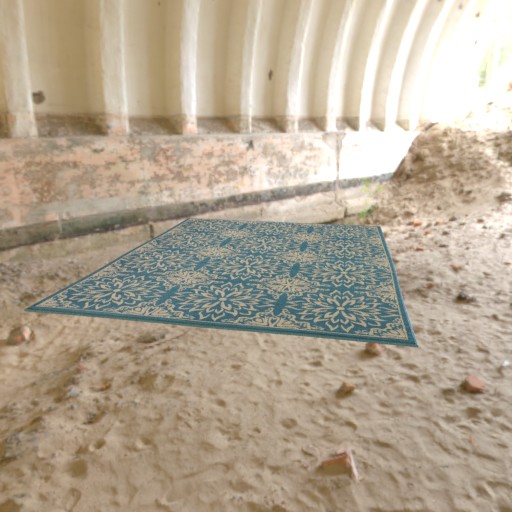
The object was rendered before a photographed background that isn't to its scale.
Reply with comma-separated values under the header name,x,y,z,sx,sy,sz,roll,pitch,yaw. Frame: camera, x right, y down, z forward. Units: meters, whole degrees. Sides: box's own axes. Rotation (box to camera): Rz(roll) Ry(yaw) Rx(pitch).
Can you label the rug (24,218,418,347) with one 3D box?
name,x,y,z,sx,sy,sz,roll,pitch,yaw
rug,0.000,0.000,3.934,2.350,0.018,2.964,3,17,11
